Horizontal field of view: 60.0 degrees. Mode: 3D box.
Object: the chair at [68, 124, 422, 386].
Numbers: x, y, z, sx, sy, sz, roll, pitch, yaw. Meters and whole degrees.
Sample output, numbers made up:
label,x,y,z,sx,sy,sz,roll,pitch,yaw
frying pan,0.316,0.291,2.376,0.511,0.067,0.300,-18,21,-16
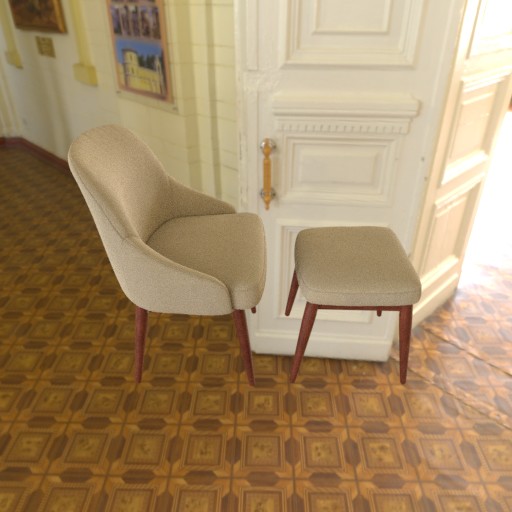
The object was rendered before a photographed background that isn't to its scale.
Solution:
label,x,y,z,sx,sy,sz,roll,pitch,yaw
chair,0.000,0.000,1.594,1.114,0.866,0.584,0,32,1
